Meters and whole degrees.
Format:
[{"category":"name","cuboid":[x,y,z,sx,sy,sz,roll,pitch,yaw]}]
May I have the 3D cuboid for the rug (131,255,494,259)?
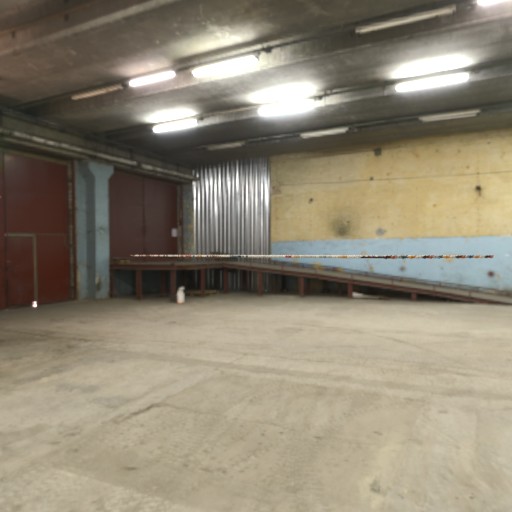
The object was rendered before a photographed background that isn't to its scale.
[{"category":"rug","cuboid":[0.000,0.000,2.884,0.763,0.015,2.682,0,0,-35]}]
